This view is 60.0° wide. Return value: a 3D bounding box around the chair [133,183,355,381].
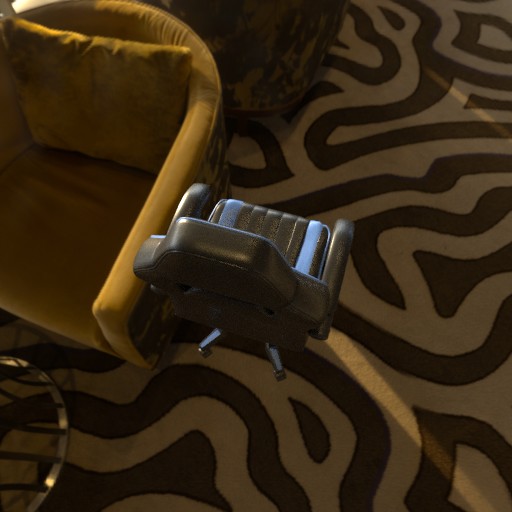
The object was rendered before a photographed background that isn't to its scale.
[{"bbox_3d":[0.000,0.000,1.711,0.700,1.280,0.700,15,64,7],"label":"chair"}]
